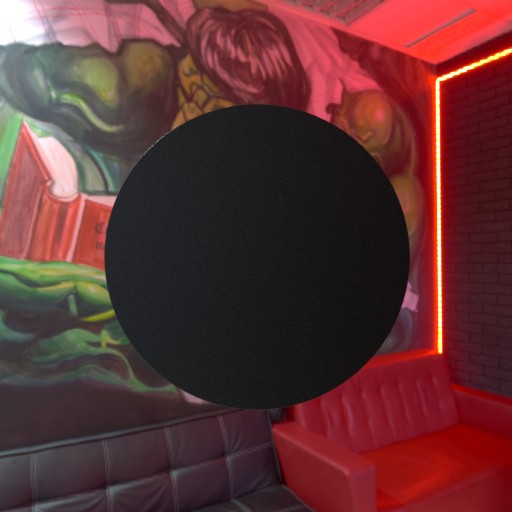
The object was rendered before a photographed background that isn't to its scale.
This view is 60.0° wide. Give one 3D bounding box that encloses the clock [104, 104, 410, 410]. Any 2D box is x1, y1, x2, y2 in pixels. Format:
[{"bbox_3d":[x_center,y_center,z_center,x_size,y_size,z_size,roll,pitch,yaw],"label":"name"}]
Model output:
[{"bbox_3d":[0.000,0.000,0.675,0.454,0.454,0.038,0,-1,2],"label":"clock"}]
